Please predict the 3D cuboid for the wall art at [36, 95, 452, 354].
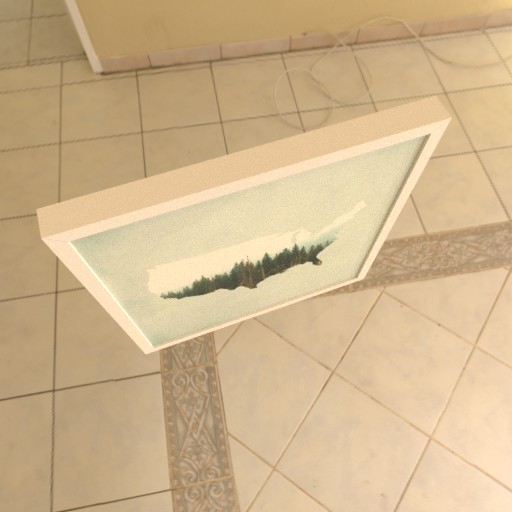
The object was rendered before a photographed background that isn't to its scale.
[{"bbox_3d":[0.000,0.000,0.451,0.304,0.304,0.024,-18,65,-9],"label":"wall art"}]
